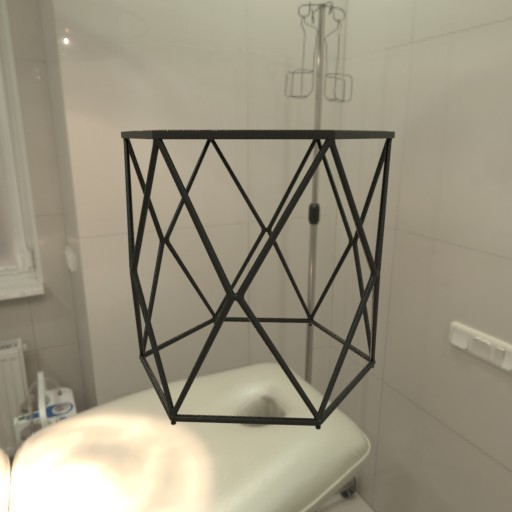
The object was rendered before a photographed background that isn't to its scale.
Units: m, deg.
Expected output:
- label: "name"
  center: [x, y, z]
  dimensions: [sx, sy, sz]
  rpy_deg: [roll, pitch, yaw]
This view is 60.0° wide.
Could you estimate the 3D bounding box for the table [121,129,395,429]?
- label: "table"
  center: [0.000, 0.000, 1.039]
  dimensions: [0.579, 0.564, 0.578]
  rpy_deg: [-7, 17, -25]
